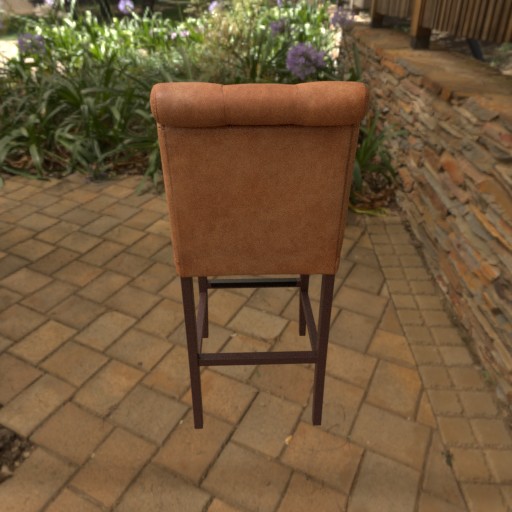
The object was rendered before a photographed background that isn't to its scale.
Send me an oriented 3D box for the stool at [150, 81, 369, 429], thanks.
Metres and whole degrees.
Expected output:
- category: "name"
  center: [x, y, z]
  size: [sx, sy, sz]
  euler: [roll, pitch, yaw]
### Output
- category: "stool"
  center: [0.000, 0.000, 1.435]
  size: [0.493, 1.140, 0.601]
  euler: [-1, 31, -2]
